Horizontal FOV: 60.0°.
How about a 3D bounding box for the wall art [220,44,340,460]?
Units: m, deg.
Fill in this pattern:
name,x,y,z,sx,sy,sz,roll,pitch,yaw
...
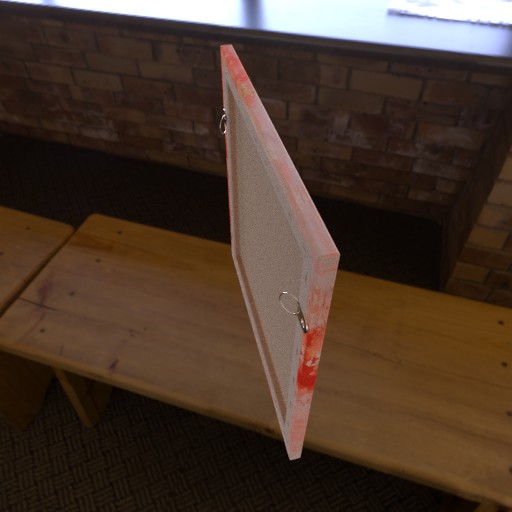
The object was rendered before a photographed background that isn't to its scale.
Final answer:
name,x,y,z,sx,sy,sz,roll,pitch,yaw
wall art,0.000,0.000,1.305,0.066,0.878,0.878,-10,47,-9
